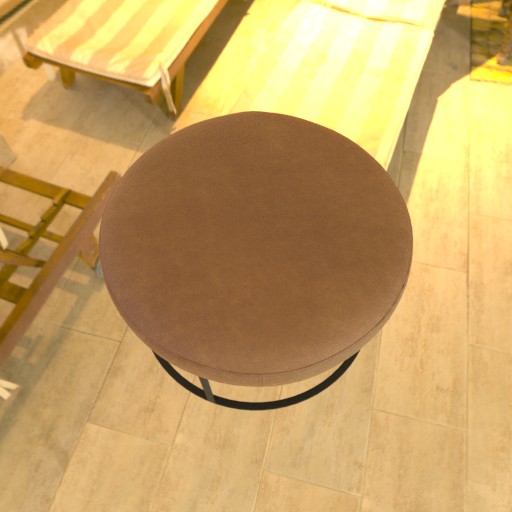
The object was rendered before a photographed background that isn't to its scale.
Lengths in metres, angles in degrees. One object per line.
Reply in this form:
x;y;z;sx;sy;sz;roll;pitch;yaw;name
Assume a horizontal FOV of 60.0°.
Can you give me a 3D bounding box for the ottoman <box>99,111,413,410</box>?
0.000;0.000;1.234;0.771;0.460;0.771;0;59;0;ottoman
